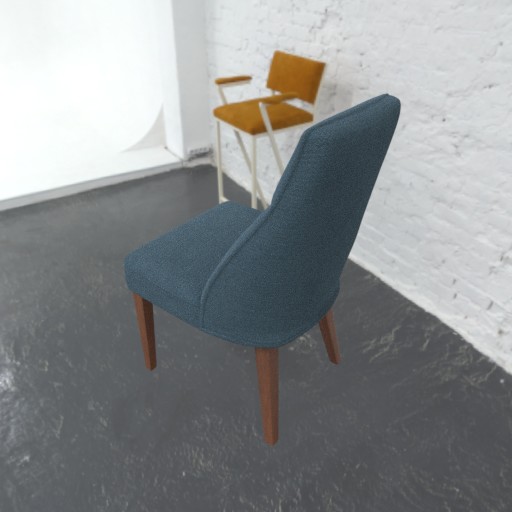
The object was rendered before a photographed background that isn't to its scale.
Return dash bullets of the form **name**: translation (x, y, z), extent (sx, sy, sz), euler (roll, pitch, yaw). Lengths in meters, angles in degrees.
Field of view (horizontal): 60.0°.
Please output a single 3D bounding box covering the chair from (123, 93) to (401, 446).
- **chair**: translation (0.000, 0.000, 1.289), extent (0.620, 0.930, 0.500), euler (22, 38, 30)
